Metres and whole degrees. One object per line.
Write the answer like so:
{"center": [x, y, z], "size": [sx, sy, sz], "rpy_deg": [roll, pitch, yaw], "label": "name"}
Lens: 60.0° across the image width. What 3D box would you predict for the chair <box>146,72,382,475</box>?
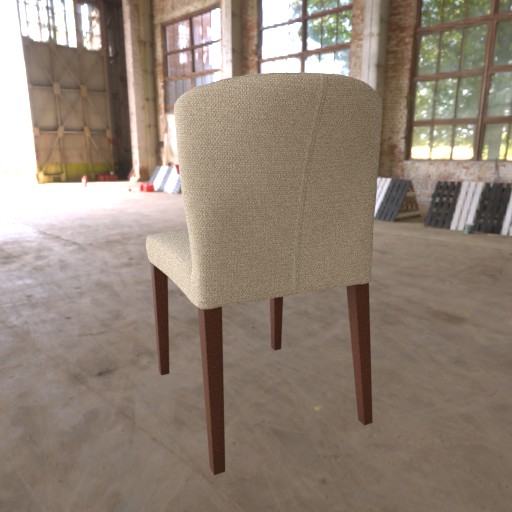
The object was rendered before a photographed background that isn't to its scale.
{"center": [0.000, 0.000, 1.181], "size": [0.491, 0.839, 0.589], "rpy_deg": [-7, 15, -25], "label": "chair"}
